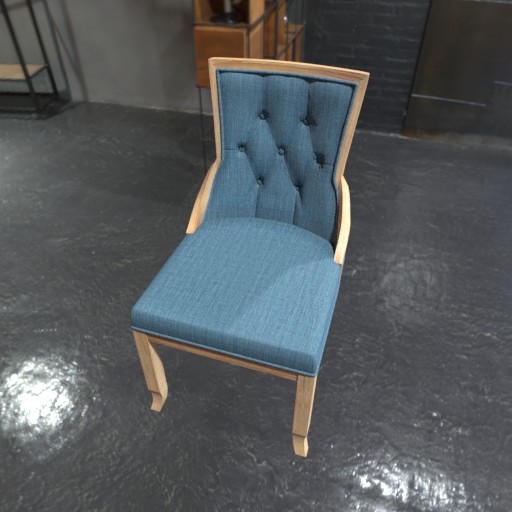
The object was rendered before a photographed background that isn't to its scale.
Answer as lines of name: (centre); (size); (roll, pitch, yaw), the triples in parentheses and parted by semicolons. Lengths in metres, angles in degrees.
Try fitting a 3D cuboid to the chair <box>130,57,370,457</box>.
chair: (0.000, 0.000, 1.333); (0.524, 0.947, 0.641); (12, 41, 14)
